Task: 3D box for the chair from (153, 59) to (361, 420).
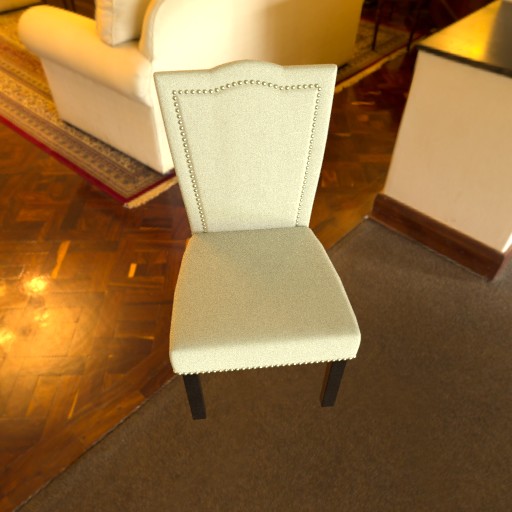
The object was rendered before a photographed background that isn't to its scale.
[{"bbox_3d":[0.000,0.000,1.323,0.518,0.946,0.589,-4,46,-4],"label":"chair"}]
